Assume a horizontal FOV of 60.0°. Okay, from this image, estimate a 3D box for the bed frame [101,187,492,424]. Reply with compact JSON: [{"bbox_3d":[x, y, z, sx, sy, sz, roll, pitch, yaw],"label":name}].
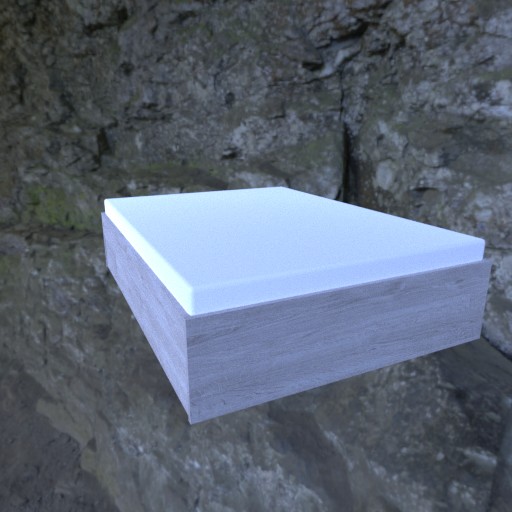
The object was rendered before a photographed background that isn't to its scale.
[{"bbox_3d":[0.000,0.000,2.594,1.448,0.490,1.944,-8,19,-25],"label":"bed frame"}]
